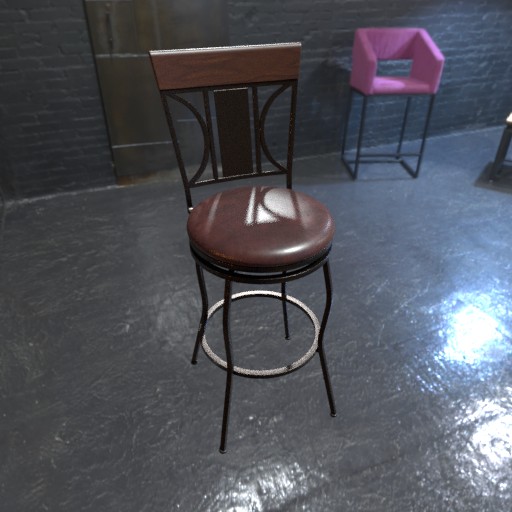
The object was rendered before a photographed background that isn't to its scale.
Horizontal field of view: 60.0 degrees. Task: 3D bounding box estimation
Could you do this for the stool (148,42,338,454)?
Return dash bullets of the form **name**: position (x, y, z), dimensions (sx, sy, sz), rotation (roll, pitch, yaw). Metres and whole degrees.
- **stool**: position (0.000, 0.000, 1.383), dimensions (0.448, 1.130, 0.513), rotation (-11, 35, -17)
